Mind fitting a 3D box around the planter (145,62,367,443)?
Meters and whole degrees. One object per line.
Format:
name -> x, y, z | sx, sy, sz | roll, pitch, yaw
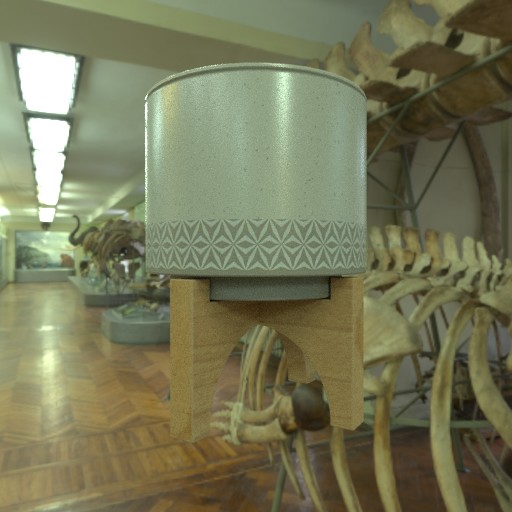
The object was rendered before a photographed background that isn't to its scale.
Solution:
planter -> 0.000, 0.000, 0.268 | 0.130, 0.178, 0.130 | 0, 0, 0
